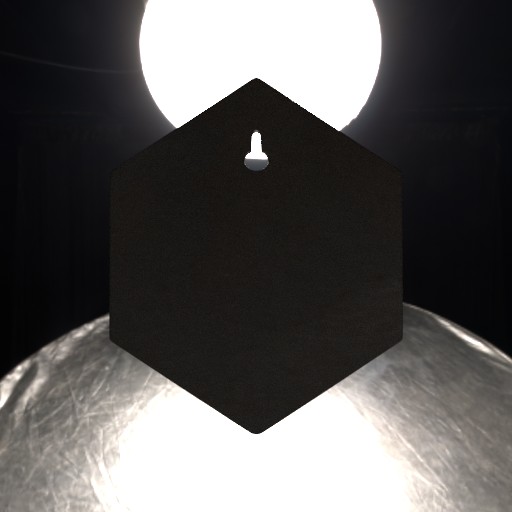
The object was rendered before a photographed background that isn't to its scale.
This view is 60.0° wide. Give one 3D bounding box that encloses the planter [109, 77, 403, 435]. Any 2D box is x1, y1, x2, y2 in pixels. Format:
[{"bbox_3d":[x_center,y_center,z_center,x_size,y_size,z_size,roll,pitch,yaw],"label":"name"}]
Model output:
[{"bbox_3d":[0.000,0.000,0.293,0.169,0.206,0.077,0,-1,0],"label":"planter"}]
